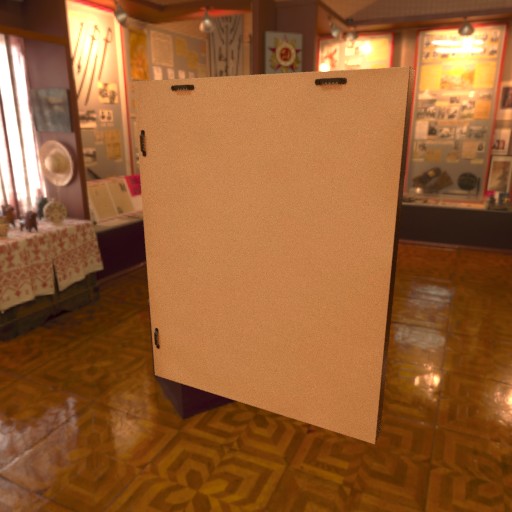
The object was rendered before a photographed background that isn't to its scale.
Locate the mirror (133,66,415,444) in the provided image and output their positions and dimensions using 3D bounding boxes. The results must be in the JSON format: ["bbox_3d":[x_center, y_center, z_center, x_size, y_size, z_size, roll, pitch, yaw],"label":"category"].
[{"bbox_3d":[0.000,0.000,0.673,0.406,0.509,0.041,8,19,26],"label":"mirror"}]
